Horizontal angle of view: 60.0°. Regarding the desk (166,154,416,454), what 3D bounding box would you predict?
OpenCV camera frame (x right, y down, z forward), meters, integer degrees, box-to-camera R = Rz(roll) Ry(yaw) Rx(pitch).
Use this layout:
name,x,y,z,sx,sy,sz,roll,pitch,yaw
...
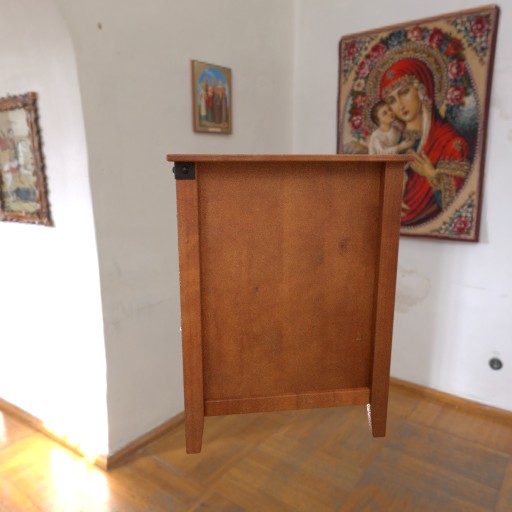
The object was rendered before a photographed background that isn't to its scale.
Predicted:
name,x,y,z,sx,sy,sz,roll,pitch,yaw
desk,0.000,0.000,1.721,0.574,0.756,1.353,-2,12,-8
